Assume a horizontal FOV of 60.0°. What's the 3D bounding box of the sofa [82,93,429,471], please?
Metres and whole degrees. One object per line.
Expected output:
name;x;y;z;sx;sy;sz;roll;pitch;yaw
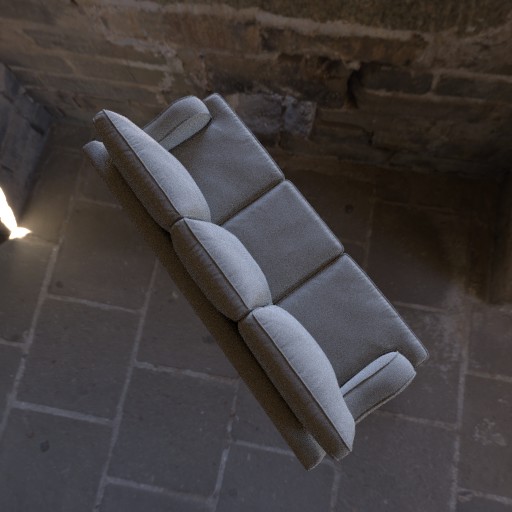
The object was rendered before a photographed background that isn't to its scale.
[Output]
sofa;0.000;0.000;2.842;1.016;0.997;2.323;-35;79;-8
